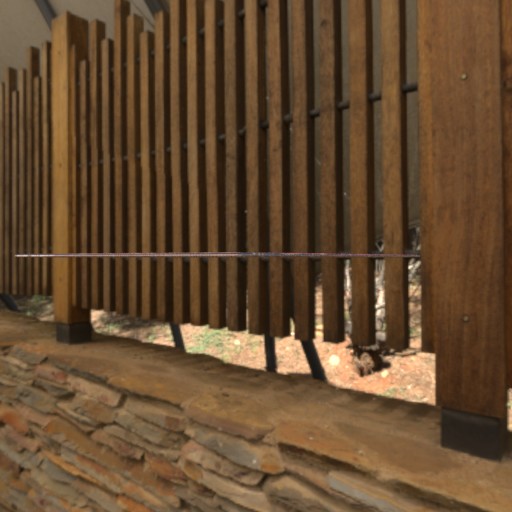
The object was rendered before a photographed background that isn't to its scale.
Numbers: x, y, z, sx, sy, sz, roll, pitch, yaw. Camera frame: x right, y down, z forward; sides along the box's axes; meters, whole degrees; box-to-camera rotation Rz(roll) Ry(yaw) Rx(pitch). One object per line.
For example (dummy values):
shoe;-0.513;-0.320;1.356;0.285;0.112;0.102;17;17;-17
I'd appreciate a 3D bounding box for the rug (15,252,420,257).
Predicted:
rug;0.000;0.000;3.008;1.539;0.018;2.449;0;0;35
